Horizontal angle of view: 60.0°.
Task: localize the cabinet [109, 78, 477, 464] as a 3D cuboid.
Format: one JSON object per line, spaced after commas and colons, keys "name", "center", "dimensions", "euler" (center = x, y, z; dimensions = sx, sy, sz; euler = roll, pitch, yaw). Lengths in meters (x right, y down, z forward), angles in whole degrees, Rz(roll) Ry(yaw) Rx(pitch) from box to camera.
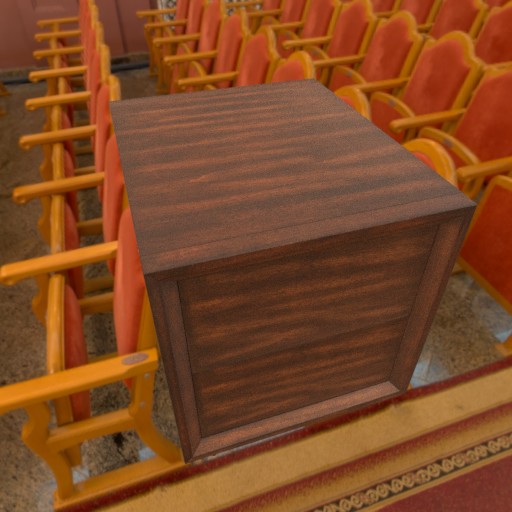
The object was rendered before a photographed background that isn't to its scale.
{"name": "cabinet", "center": [0.000, 0.000, 0.817], "dimensions": [0.402, 0.455, 0.500], "euler": [-12, 41, -14]}
